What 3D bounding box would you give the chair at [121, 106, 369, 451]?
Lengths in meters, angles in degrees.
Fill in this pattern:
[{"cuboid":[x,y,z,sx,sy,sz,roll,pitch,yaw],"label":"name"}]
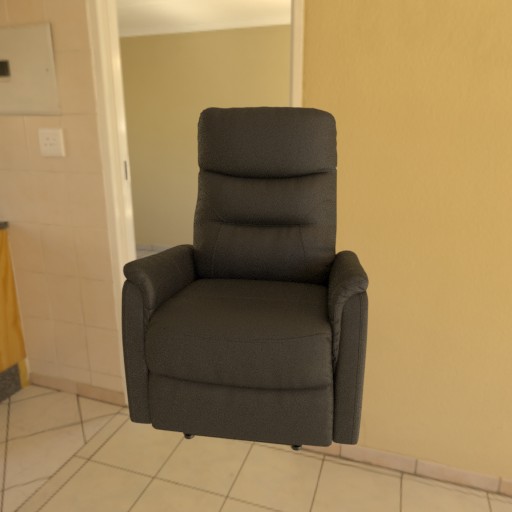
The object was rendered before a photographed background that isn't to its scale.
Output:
[{"cuboid":[0.000,0.000,1.651,0.775,1.082,0.831,2,16,8],"label":"chair"}]
